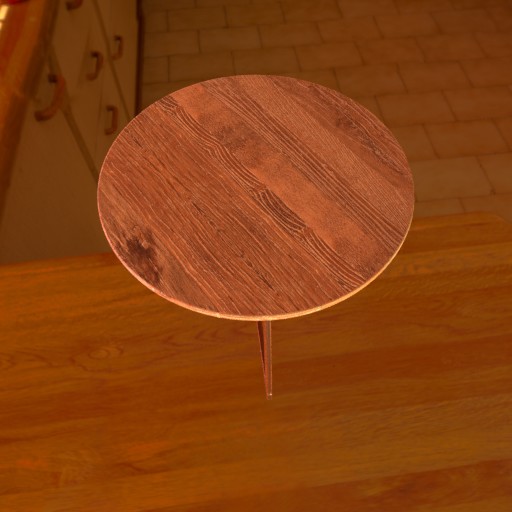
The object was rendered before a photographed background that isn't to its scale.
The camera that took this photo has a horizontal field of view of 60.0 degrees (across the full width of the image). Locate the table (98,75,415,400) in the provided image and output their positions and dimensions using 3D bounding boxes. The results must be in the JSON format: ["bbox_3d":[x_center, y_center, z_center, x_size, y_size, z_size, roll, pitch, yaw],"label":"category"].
[{"bbox_3d":[0.000,0.000,0.920,0.500,0.500,0.500,0,58,0],"label":"table"}]
